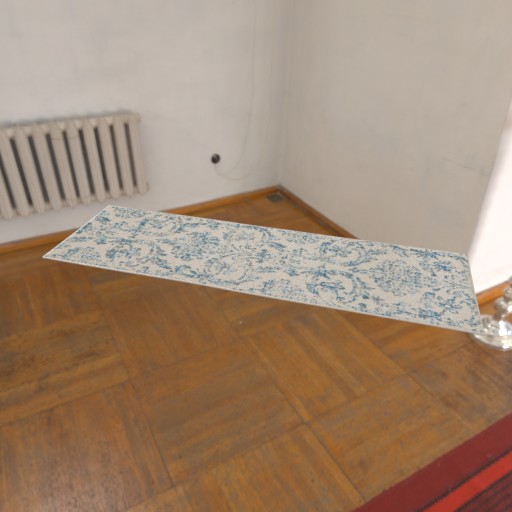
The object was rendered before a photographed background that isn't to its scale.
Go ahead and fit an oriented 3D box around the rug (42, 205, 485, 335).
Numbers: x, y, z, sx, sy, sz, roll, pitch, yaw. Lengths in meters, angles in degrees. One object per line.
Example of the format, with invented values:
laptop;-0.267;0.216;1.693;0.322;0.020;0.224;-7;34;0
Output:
rug;0.000;0.000;2.385;2.196;0.011;0.662;9;33;13
